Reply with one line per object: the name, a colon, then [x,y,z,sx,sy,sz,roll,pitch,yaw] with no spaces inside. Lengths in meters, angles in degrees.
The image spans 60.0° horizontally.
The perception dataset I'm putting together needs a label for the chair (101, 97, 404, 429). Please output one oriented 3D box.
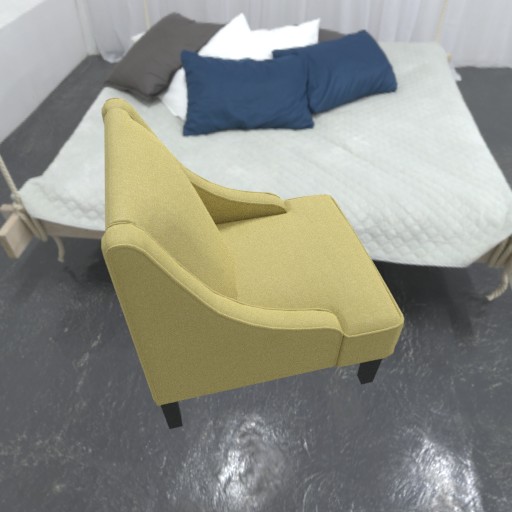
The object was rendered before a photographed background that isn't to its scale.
chair: [0.000,0.000,1.500,0.814,0.896,0.696,-10,46,-10]
